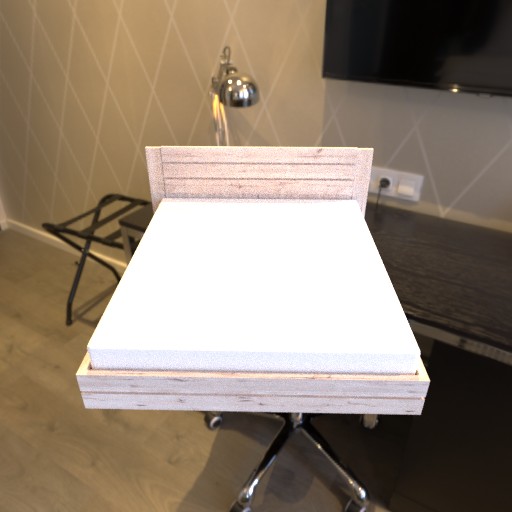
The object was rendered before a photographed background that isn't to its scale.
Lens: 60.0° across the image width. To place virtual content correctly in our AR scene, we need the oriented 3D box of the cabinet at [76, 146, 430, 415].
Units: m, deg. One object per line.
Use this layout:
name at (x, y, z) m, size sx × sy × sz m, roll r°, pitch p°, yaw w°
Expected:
cabinet at (0.000, 0.000, 3.156) m, size 1.950 × 0.970 × 2.080 m, roll 1°, pitch 31°, yaw 1°
